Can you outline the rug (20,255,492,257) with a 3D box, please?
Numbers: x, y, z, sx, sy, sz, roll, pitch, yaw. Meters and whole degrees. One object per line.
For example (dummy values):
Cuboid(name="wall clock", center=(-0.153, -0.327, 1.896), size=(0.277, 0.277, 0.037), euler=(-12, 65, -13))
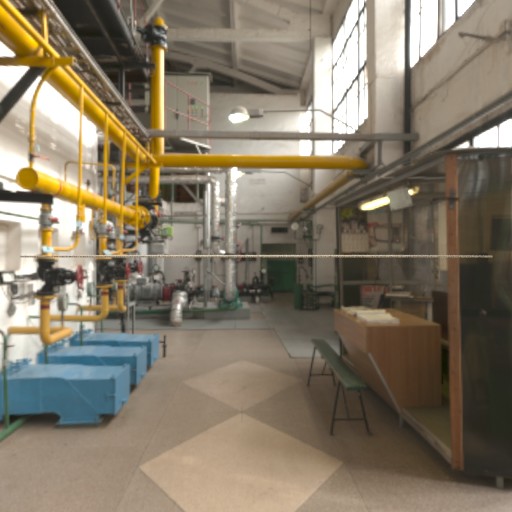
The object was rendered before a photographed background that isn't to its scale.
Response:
Cuboid(name="rug", center=(0.000, 0.000, 2.215), size=(1.752, 0.006, 1.142), euler=(0, 0, -1))
